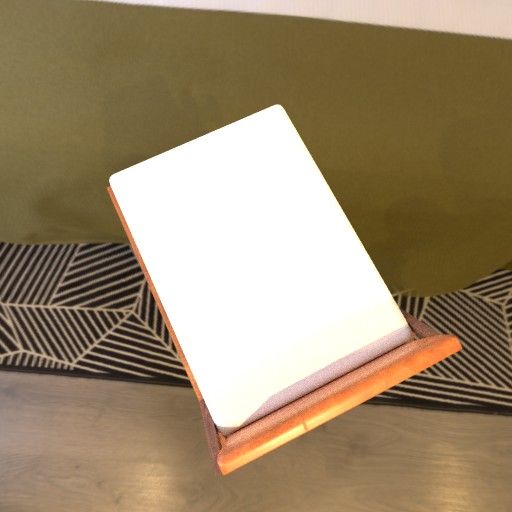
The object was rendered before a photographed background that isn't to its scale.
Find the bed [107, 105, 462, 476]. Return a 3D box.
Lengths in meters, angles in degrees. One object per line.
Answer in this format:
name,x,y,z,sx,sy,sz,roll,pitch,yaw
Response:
bed,0.000,0.000,3.242,1.651,1.168,2.311,-25,76,-7
